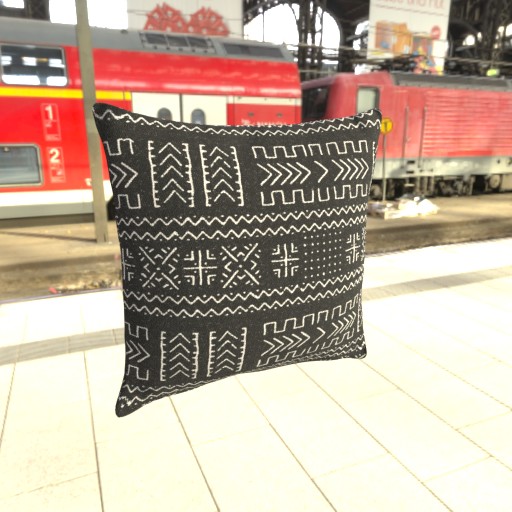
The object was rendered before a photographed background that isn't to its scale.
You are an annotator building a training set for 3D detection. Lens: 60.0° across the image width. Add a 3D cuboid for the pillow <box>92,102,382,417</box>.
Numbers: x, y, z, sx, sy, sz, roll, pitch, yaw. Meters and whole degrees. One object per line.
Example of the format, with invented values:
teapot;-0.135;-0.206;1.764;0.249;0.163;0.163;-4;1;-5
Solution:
pillow;0.000;0.000;0.661;0.438;0.430;0.164;-7;16;-24
